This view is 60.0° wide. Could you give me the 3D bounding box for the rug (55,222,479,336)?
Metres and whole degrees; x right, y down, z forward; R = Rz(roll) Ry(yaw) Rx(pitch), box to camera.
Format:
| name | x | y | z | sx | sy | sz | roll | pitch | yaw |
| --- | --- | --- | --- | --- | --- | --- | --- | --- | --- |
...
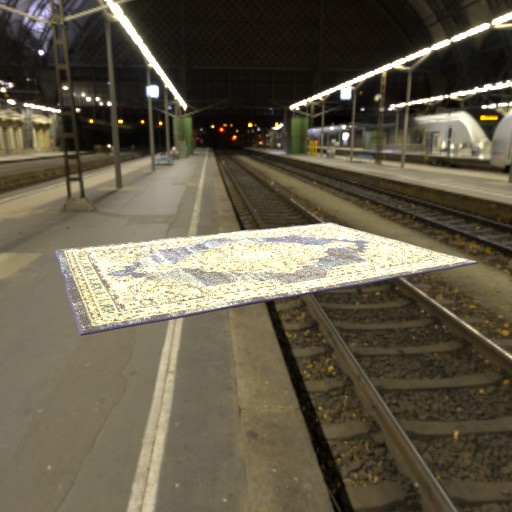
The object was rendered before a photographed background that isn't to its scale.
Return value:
| name | x | y | z | sx | sy | sz | roll | pitch | yaw |
| --- | --- | --- | --- | --- | --- | --- | --- | --- | --- |
| rug | 0.000 | 0.000 | 2.218 | 1.781 | 0.012 | 1.184 | -7 | 16 | -26 |
